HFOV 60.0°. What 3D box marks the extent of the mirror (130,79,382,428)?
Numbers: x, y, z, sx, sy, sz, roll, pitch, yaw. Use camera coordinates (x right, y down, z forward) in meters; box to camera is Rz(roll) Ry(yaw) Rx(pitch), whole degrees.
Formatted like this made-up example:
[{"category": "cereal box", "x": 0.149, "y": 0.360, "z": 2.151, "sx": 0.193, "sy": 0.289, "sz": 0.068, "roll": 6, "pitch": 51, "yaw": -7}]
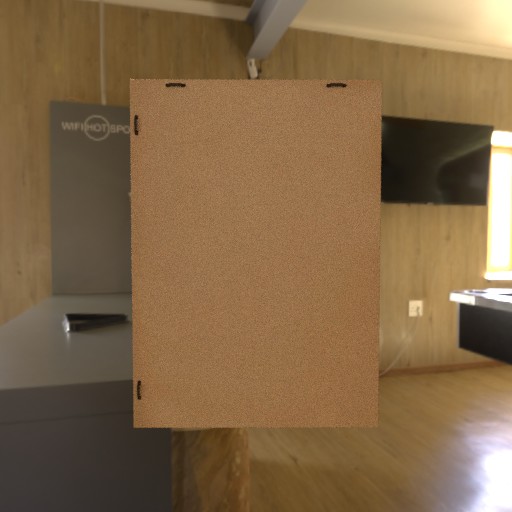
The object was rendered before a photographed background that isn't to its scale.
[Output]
[{"category": "mirror", "x": 0.000, "y": 0.000, "z": 0.918, "sx": 0.507, "sy": 0.710, "sz": 0.039, "roll": 0, "pitch": 2, "yaw": 0}]
